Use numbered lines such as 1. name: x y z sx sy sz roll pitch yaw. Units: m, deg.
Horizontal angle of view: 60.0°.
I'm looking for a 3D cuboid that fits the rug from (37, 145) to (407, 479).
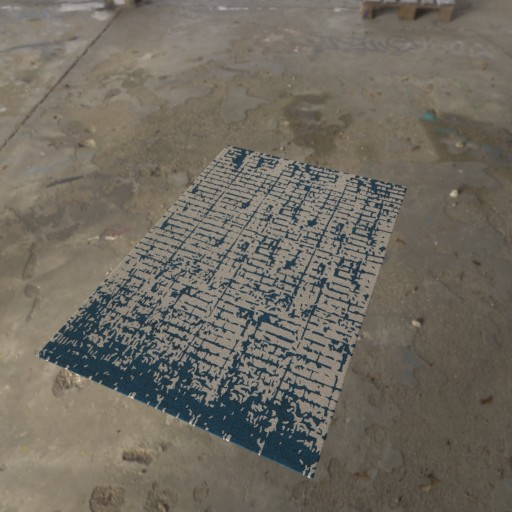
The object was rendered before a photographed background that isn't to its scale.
1. rug: 0.000 0.000 2.283 1.220 0.007 1.828 17 47 16
